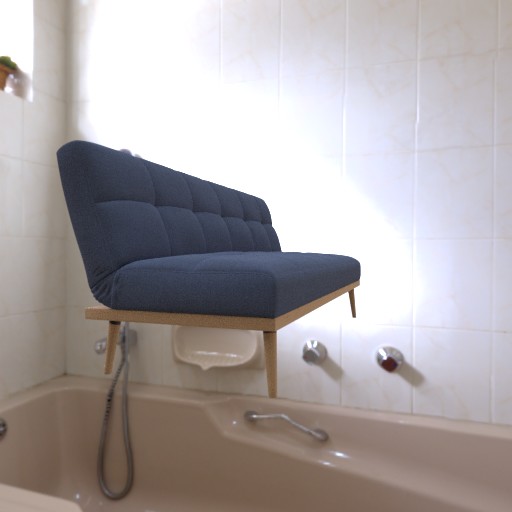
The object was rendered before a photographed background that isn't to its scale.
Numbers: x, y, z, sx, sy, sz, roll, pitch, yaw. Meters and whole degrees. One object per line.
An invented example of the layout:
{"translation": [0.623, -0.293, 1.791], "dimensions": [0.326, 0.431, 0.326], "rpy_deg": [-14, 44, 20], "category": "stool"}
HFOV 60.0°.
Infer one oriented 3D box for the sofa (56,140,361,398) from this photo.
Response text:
{"translation": [0.000, 0.000, 2.179], "dimensions": [0.796, 0.800, 1.800], "rpy_deg": [0, 1, 21], "category": "sofa"}
